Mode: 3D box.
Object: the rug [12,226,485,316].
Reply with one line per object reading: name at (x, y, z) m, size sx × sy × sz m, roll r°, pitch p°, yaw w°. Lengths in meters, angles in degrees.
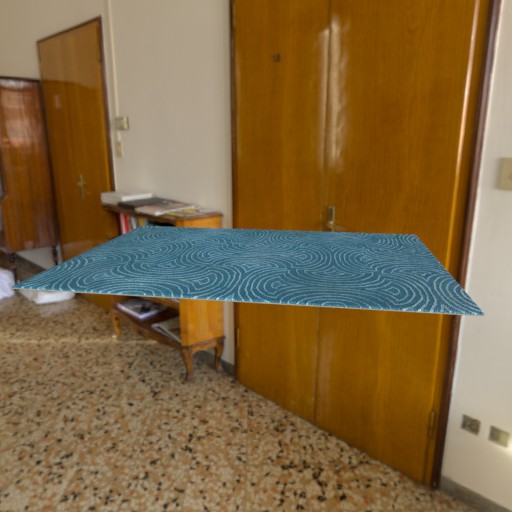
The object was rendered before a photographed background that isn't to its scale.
rug at (0.000, 0.000, 2.710) m, size 2.144 × 0.015 × 1.543 m, roll 2°, pitch 15°, yaw 9°
